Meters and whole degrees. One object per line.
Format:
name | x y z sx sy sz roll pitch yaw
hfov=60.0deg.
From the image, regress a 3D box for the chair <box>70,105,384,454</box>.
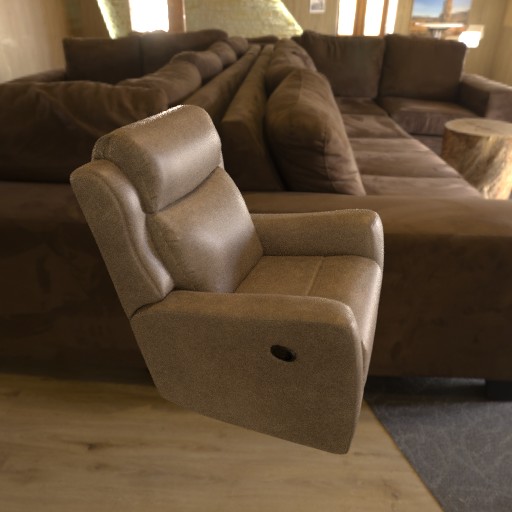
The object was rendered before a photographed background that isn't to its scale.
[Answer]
chair | 0.000 0.000 1.905 1.068 1.116 0.965 9 30 17
